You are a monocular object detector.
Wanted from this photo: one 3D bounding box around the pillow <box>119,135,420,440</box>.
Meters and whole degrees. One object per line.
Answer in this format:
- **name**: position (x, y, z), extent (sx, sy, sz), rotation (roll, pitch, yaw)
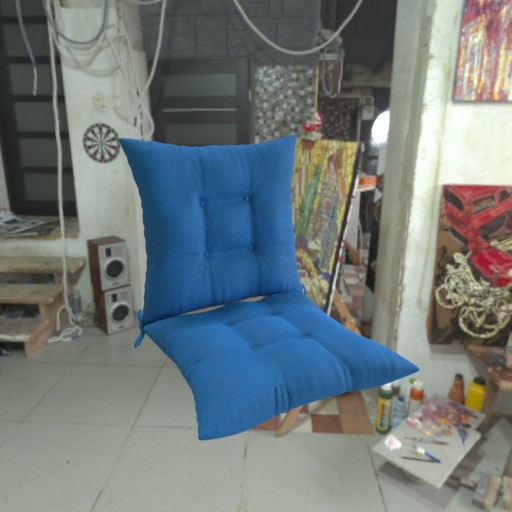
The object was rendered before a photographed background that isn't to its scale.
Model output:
- **pillow**: position (0.000, 0.000, 1.041), extent (0.541, 0.536, 0.585), rotation (-8, 18, -25)
